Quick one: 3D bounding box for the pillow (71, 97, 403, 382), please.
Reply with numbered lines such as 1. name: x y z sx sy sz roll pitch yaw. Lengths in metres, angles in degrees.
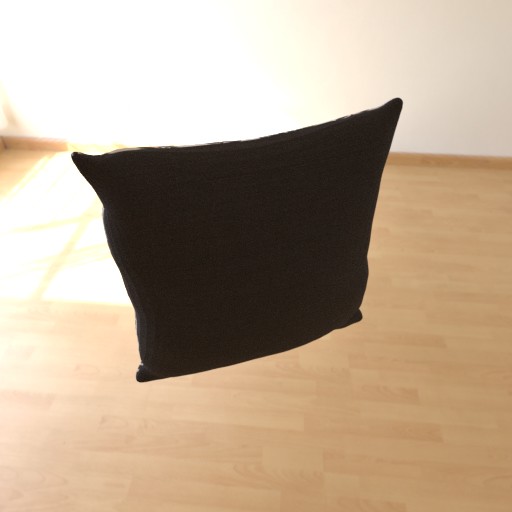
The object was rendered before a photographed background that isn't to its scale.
1. pillow: 0.000 0.000 0.684 0.440 0.441 0.182 -13 42 -15
